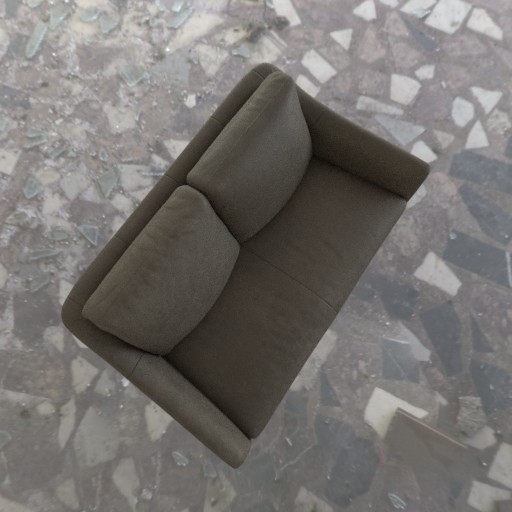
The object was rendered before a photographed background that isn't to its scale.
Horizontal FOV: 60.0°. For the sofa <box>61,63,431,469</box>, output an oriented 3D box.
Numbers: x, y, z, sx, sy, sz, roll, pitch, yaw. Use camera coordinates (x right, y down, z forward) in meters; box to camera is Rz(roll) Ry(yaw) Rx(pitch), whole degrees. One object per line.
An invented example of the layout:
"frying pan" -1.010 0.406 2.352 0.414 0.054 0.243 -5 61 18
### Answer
"sofa" 0.000 0.000 2.137 0.960 0.902 1.619 34 78 8
